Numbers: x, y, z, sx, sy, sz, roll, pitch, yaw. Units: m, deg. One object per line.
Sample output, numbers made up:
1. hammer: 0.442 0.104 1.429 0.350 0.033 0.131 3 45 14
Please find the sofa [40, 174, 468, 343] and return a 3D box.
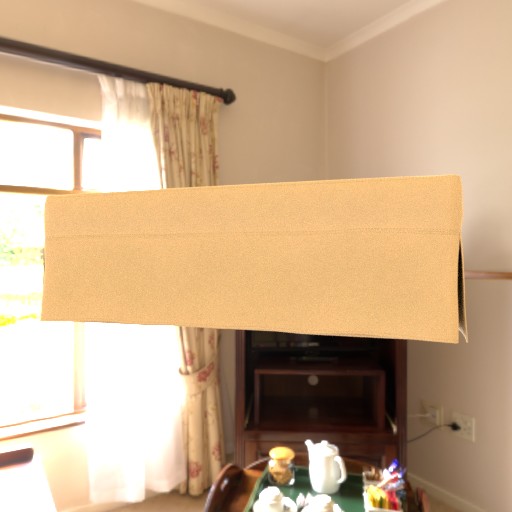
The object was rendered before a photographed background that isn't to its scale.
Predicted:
1. sofa: 0.000 0.000 2.028 1.677 0.552 0.939 0 0 17
